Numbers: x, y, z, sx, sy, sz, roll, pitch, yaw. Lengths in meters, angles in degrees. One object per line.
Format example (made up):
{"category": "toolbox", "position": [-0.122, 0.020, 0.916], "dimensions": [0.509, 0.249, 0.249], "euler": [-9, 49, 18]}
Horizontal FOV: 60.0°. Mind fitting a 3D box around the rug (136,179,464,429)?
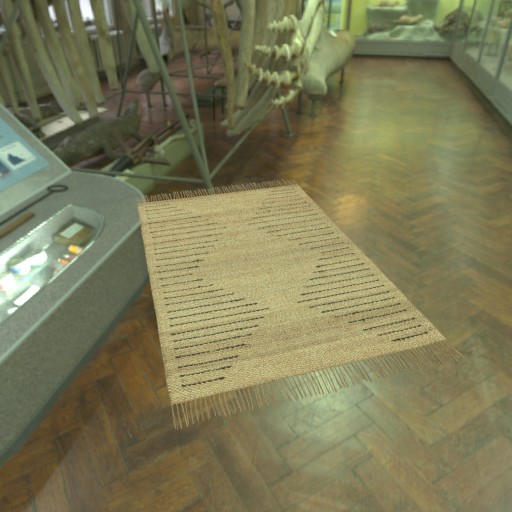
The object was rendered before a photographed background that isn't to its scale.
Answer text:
{"category": "rug", "position": [0.000, 0.000, 2.562], "dimensions": [1.224, 0.027, 2.085], "euler": [-9, 33, -14]}
